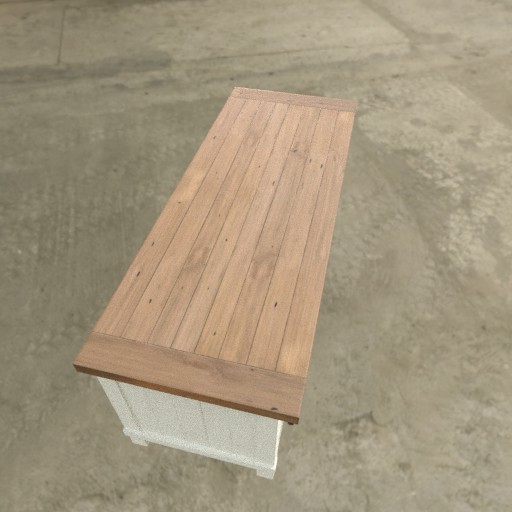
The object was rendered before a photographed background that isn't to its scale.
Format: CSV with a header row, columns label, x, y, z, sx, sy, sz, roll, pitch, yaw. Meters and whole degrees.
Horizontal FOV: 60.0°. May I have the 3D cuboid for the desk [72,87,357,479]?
label,x,y,z,sx,sy,sz,roll,pitch,yaw
desk,0.000,0.000,2.146,0.688,0.760,1.803,10,48,9
